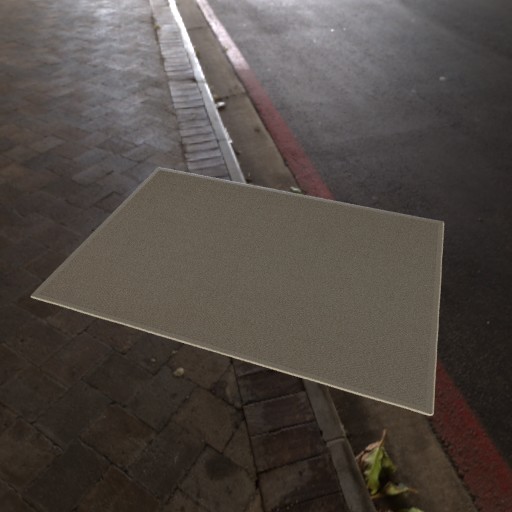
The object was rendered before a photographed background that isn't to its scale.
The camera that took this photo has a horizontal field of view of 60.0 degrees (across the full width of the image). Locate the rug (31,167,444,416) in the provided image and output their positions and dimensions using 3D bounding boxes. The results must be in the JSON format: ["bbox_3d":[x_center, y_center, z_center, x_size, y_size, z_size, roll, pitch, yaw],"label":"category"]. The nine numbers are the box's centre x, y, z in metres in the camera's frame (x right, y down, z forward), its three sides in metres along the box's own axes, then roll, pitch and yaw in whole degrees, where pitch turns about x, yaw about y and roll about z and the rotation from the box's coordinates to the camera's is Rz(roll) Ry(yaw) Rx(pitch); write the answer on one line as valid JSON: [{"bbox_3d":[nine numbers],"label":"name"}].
[{"bbox_3d":[0.000,0.000,2.828,2.244,0.017,1.532,13,43,14],"label":"rug"}]
